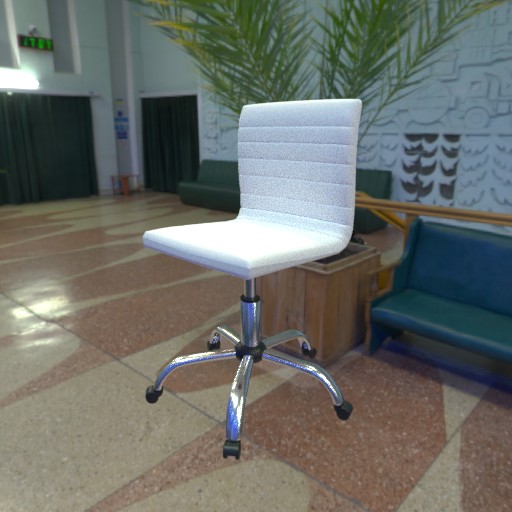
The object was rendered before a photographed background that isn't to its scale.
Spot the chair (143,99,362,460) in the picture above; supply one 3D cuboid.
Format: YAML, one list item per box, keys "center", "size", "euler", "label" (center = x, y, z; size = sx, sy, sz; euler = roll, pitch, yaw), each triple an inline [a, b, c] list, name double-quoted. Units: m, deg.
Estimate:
- center: [0.000, 0.000, 1.161]
  size: [0.556, 0.780, 0.530]
  euler: [15, 21, 42]
  label: "chair"
